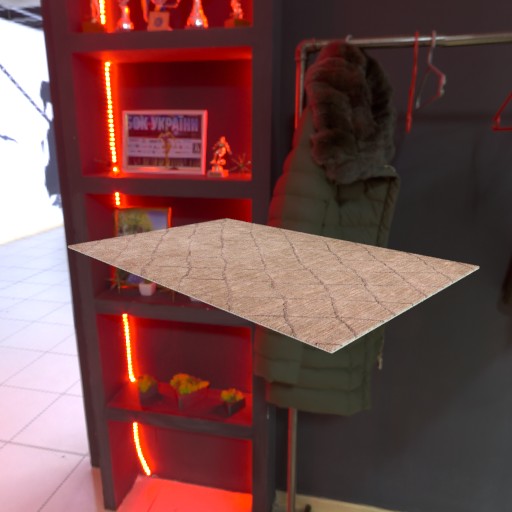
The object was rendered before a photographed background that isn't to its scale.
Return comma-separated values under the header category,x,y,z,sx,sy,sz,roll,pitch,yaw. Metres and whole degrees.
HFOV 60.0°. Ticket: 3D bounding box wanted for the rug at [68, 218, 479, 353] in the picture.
category,x,y,z,sx,sy,sz,roll,pitch,yaw
rug,0.000,0.000,2.919,2.280,0.015,1.521,14,21,43
